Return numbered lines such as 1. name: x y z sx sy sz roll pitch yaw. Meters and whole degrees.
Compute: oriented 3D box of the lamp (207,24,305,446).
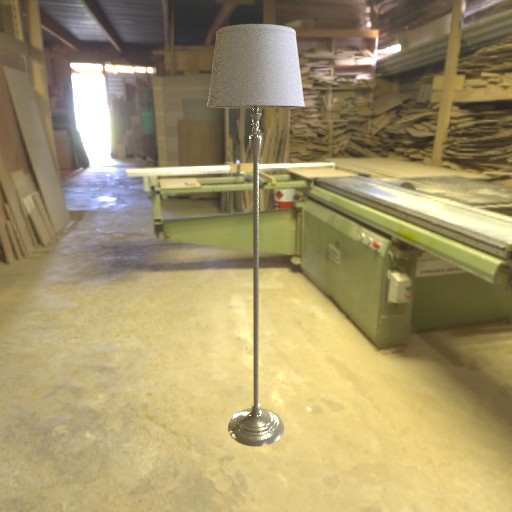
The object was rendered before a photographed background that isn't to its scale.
1. lamp: 0.000 0.000 1.646 0.327 1.506 0.327 -2 17 -8
